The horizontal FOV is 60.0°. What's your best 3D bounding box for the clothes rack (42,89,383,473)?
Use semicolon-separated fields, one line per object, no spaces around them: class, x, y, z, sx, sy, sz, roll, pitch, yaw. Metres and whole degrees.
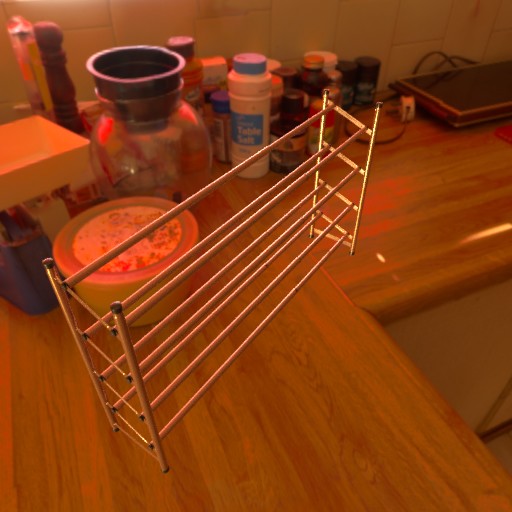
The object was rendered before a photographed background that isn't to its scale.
clothes rack;0.000;0.000;1.415;0.229;0.672;1.168;25;47;26
